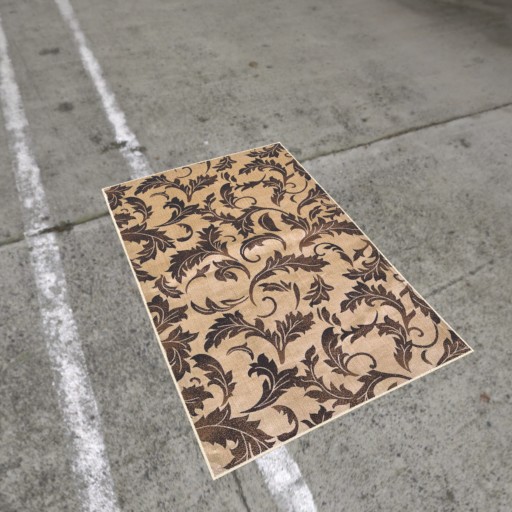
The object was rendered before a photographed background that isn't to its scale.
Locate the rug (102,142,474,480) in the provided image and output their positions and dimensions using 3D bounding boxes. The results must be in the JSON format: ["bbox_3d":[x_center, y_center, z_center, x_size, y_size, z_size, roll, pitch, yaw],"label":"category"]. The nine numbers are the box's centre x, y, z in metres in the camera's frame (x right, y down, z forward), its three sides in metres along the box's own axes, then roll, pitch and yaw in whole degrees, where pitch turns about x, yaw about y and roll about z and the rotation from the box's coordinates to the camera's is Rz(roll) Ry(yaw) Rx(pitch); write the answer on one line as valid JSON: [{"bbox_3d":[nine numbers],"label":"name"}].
[{"bbox_3d":[0.000,0.000,2.870,1.522,0.008,2.284,-19,49,-17],"label":"rug"}]
